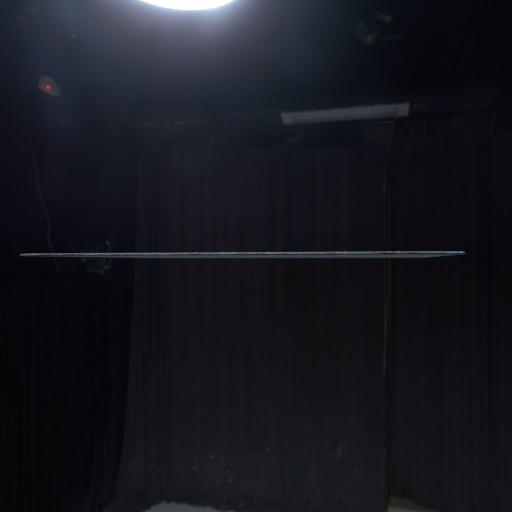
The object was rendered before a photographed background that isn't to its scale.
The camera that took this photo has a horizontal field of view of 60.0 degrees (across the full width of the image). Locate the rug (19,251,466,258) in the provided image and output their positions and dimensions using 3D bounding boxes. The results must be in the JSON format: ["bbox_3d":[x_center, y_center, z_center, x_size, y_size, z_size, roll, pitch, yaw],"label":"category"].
[{"bbox_3d":[0.000,0.000,2.834,2.207,0.014,1.567,0,-1,16],"label":"rug"}]
